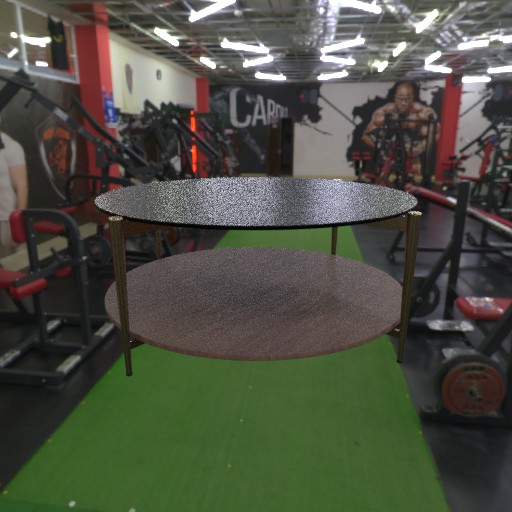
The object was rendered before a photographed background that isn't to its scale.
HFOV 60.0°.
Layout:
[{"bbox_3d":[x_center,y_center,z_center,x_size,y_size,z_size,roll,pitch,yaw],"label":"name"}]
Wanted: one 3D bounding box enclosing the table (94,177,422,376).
[{"bbox_3d":[0.000,0.000,1.418,0.938,0.400,0.938,3,16,9],"label":"table"}]
